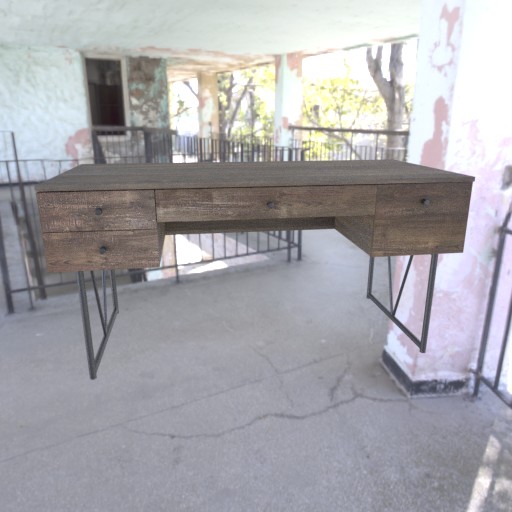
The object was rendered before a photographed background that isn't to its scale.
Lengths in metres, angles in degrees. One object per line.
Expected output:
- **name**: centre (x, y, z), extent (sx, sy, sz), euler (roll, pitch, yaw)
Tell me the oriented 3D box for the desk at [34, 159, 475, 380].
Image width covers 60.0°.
- **desk**: centre (0.000, 0.000, 2.033), extent (1.600, 0.780, 0.730), euler (-3, 18, -8)
